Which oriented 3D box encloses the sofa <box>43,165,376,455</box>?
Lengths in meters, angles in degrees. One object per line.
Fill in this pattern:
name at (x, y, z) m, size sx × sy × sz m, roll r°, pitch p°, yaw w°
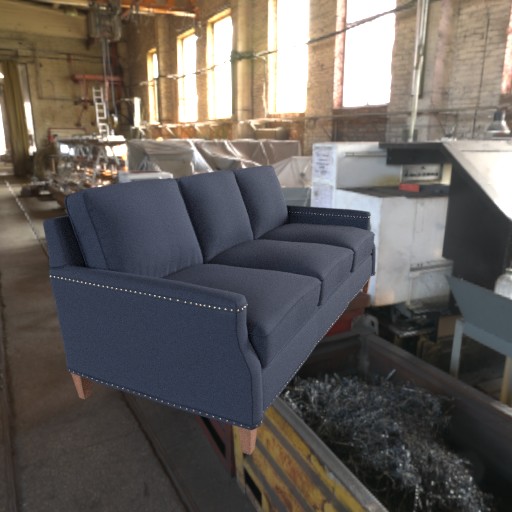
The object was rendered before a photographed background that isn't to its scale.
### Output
sofa at (0.000, 0.000, 2.755) m, size 1.084 × 1.003 × 2.246 m, roll 7°, pitch 16°, yaw 25°
